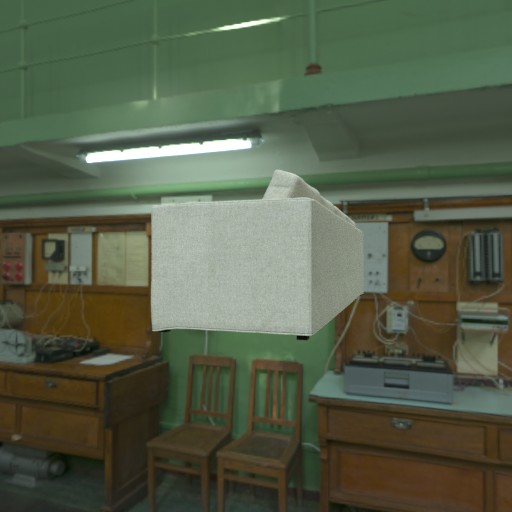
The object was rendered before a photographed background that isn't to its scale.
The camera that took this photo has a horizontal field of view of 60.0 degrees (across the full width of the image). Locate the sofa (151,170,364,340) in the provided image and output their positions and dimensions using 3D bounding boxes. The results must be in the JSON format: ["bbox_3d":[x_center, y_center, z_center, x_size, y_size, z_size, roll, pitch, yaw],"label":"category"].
[{"bbox_3d":[0.000,0.000,3.987,1.650,0.922,3.205,0,0,18],"label":"sofa"}]
